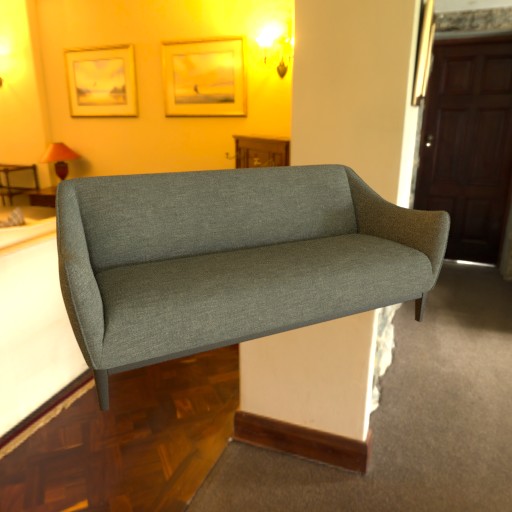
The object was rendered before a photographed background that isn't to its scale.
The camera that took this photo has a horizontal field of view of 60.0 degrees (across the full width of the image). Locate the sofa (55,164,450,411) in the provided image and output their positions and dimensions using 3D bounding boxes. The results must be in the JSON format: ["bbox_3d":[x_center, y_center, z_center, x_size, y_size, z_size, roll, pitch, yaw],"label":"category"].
[{"bbox_3d":[0.000,0.000,2.326,1.928,0.829,0.867,-9,19,-27],"label":"sofa"}]
